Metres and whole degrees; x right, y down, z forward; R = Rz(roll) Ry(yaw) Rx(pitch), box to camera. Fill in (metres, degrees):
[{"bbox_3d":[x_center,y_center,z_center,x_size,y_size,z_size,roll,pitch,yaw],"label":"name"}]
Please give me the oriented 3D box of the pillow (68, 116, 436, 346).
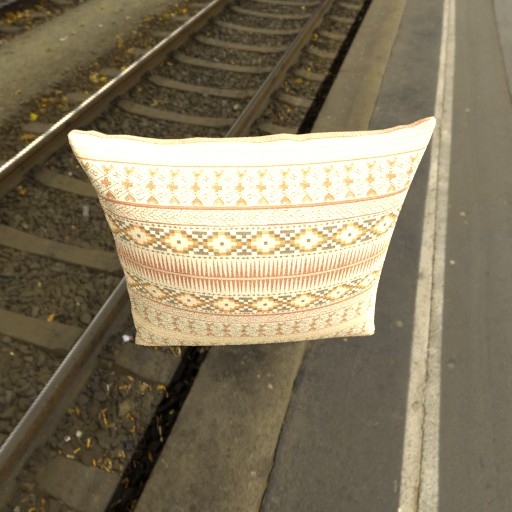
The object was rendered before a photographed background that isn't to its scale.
[{"bbox_3d":[0.000,0.000,0.791,0.521,0.519,0.215,-2,45,-2],"label":"pillow"}]
